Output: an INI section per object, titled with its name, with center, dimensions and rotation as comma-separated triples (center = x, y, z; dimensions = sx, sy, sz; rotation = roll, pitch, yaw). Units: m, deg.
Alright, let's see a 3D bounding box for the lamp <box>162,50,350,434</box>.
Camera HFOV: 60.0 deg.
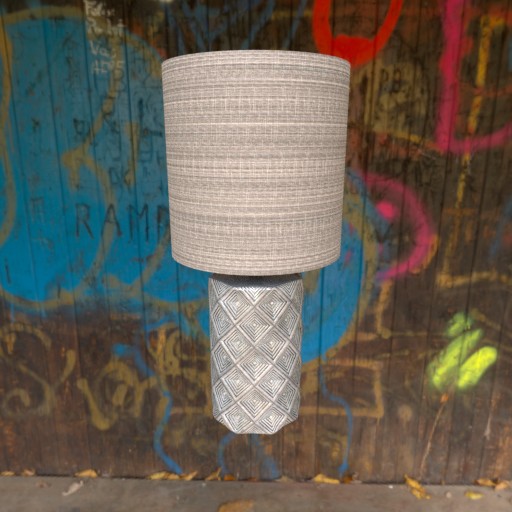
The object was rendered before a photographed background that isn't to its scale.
[lamp]
center = 0.000, 0.000, 0.716
dimensions = 0.268, 0.566, 0.269
rotation = -7, 17, -26
